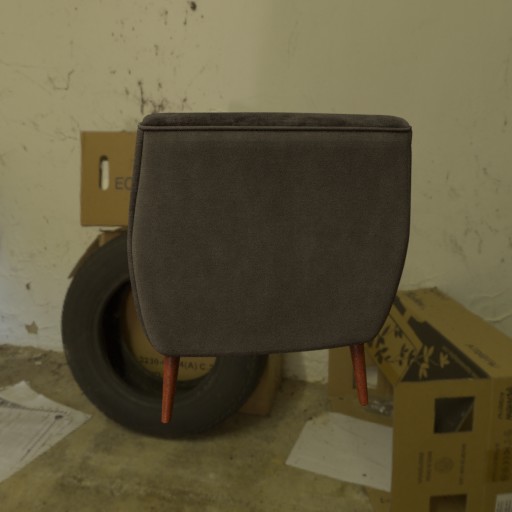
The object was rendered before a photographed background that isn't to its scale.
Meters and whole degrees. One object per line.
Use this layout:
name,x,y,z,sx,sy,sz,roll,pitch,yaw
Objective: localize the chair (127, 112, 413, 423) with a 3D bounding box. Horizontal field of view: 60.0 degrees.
chair,0.000,0.000,1.427,0.762,0.838,0.787,-2,14,-8
